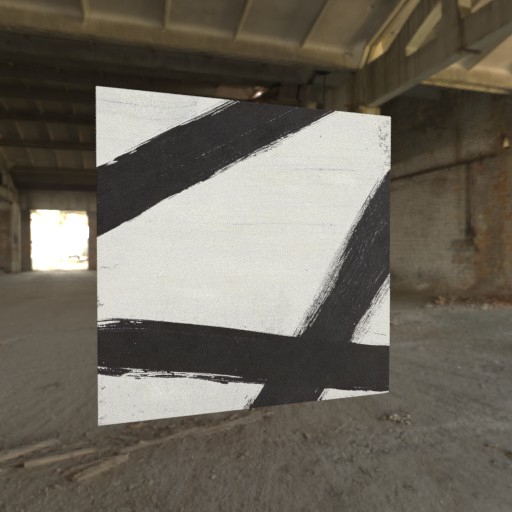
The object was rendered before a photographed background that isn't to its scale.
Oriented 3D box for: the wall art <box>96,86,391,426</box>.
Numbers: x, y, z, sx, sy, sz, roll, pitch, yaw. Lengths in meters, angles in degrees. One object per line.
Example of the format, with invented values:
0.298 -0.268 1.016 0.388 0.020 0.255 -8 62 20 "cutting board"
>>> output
0.000 0.000 1.134 0.765 0.765 0.046 0 1 -18 "wall art"
